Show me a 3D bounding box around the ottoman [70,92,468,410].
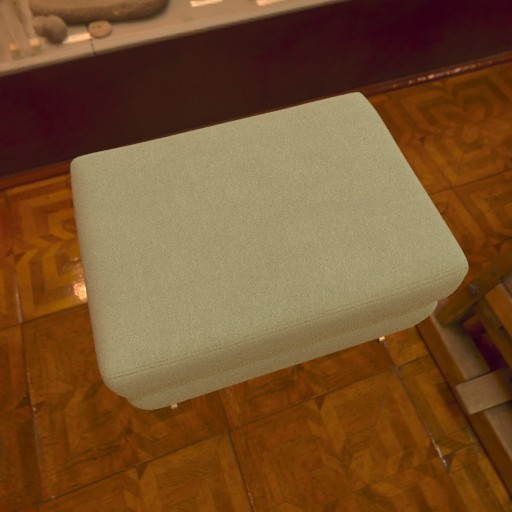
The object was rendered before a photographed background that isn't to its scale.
[{"bbox_3d":[0.000,0.000,1.140,0.773,0.499,0.569,-16,63,-8],"label":"ottoman"}]
